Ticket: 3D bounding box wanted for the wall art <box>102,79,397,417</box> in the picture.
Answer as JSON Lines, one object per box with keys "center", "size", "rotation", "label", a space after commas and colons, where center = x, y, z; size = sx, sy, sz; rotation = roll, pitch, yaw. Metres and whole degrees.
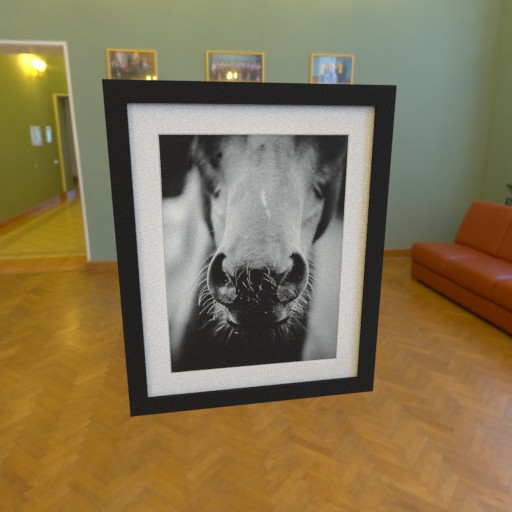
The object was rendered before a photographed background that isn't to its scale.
{"center": [0.000, 0.000, 0.766], "size": [0.457, 0.559, 0.033], "rotation": [-3, 15, -10], "label": "wall art"}
